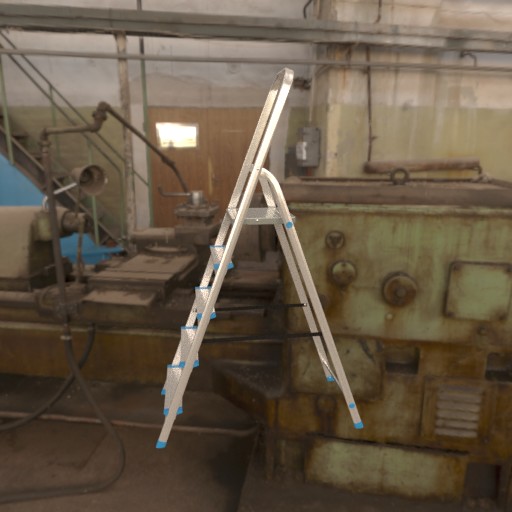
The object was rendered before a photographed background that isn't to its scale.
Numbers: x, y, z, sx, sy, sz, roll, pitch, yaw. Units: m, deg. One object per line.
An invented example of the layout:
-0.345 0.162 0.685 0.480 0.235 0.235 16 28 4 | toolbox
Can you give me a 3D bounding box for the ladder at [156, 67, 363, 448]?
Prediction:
0.000 0.000 2.101 0.990 1.648 0.468 -2 15 -8 | ladder
